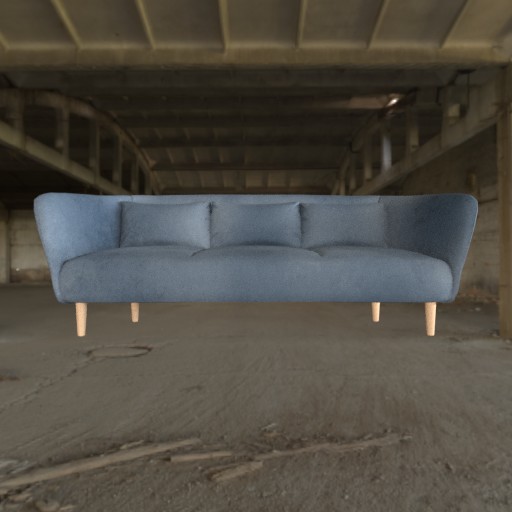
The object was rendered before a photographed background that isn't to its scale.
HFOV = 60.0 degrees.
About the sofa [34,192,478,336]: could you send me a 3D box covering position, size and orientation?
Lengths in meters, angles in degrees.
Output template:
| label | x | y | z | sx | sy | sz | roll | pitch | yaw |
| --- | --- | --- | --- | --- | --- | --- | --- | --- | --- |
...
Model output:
| label | x | y | z | sx | sy | sz | roll | pitch | yaw |
| --- | --- | --- | --- | --- | --- | --- | --- | --- | --- |
| sofa | 0.000 | 0.000 | 2.485 | 2.095 | 0.795 | 0.849 | 0 | -1 | -1 |
